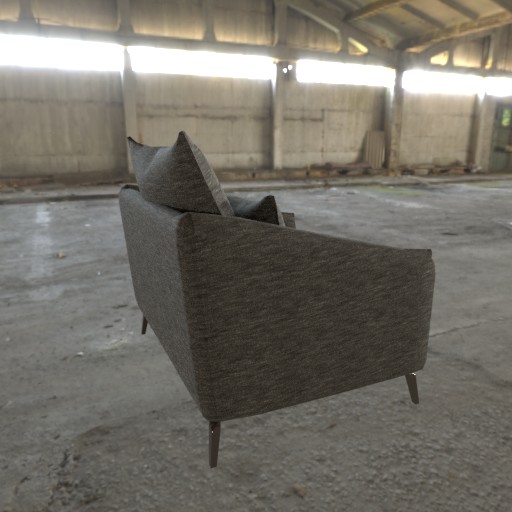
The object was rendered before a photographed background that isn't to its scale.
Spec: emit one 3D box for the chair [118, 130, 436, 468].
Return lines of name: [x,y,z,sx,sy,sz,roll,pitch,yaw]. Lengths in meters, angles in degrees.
chair: [0.000,0.000,1.599,0.805,0.842,1.004,-6,15,-24]
